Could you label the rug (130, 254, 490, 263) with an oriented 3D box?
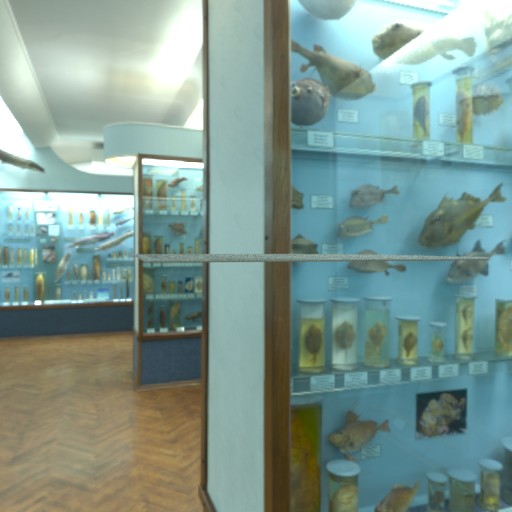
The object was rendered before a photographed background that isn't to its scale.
[{"bbox_3d":[0.000,0.000,2.300,1.224,0.016,1.830,0,1,-17],"label":"rug"}]
